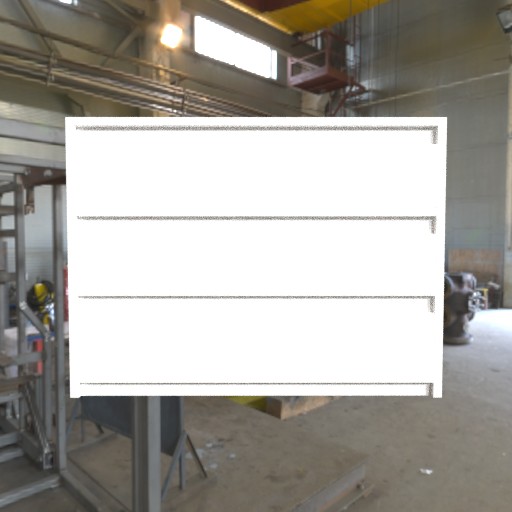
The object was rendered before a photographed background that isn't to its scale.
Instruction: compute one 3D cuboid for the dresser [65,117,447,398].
[{"bbox_3d":[0.000,0.000,1.524,1.100,0.820,0.460,0,2,0],"label":"dresser"}]
